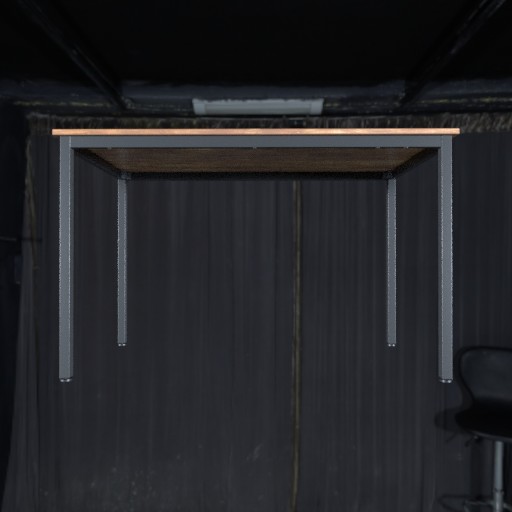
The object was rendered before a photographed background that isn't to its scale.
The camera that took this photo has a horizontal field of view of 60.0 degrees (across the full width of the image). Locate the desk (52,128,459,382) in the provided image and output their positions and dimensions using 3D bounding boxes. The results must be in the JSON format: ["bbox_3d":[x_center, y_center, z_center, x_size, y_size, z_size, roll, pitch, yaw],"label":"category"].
[{"bbox_3d":[0.000,0.000,1.601,1.200,0.749,0.600,0,0,0],"label":"desk"}]
